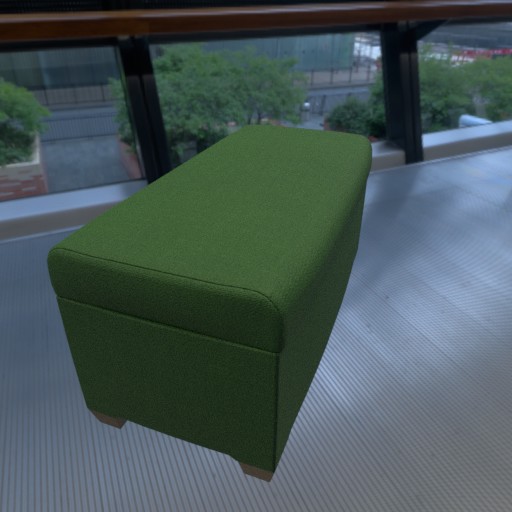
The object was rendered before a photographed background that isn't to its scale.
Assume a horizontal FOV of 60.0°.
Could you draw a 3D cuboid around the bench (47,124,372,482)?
[{"bbox_3d":[0.000,0.000,1.237,0.505,0.501,0.989,11,32,18],"label":"bench"}]
